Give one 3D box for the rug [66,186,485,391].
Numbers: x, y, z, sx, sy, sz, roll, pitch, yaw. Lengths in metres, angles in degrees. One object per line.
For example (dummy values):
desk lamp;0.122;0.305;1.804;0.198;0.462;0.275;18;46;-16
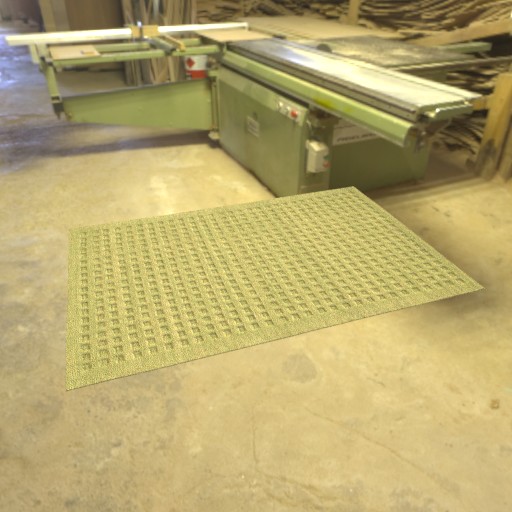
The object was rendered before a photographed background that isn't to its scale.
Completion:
rug;0.000;0.000;2.864;2.297;0.007;1.529;-11;34;-16
